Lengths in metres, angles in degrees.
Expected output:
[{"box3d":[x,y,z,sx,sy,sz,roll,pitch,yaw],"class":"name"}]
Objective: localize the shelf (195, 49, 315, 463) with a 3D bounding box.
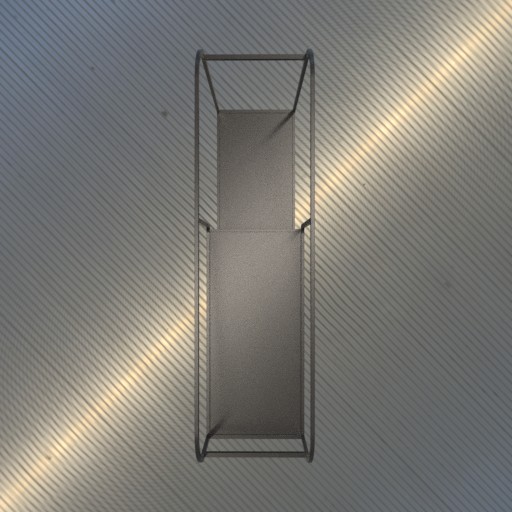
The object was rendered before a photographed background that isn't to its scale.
[{"box3d":[0.000,0.000,0.889,0.160,0.600,0.600,0,90,0],"class":"shelf"}]
